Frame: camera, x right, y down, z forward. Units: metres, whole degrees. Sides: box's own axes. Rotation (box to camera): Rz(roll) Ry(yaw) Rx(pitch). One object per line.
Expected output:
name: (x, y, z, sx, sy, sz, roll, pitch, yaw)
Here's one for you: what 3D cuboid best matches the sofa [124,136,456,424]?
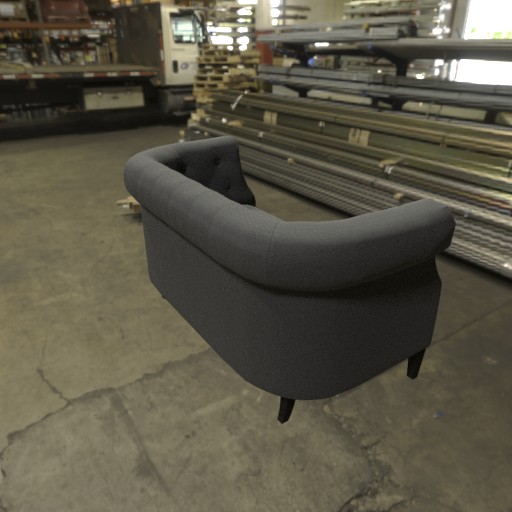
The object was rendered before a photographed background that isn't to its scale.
sofa: (0.000, 0.000, 2.060, 0.835, 0.827, 1.558, -17, 31, -30)
